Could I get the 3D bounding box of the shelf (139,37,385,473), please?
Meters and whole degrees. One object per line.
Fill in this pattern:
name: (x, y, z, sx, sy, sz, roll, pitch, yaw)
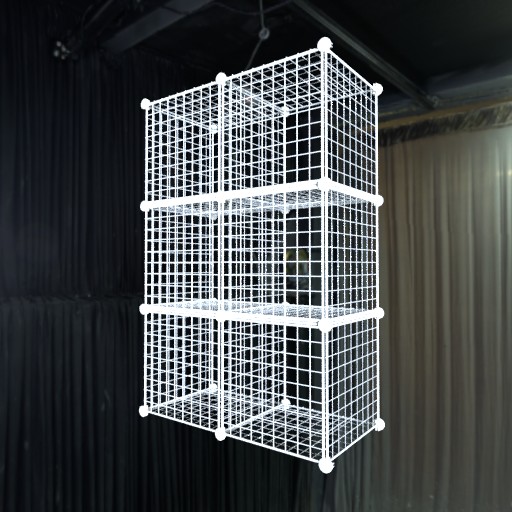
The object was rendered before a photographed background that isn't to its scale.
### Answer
shelf: (0.000, 0.000, 1.430, 0.711, 1.067, 0.356, -1, -2, 36)
